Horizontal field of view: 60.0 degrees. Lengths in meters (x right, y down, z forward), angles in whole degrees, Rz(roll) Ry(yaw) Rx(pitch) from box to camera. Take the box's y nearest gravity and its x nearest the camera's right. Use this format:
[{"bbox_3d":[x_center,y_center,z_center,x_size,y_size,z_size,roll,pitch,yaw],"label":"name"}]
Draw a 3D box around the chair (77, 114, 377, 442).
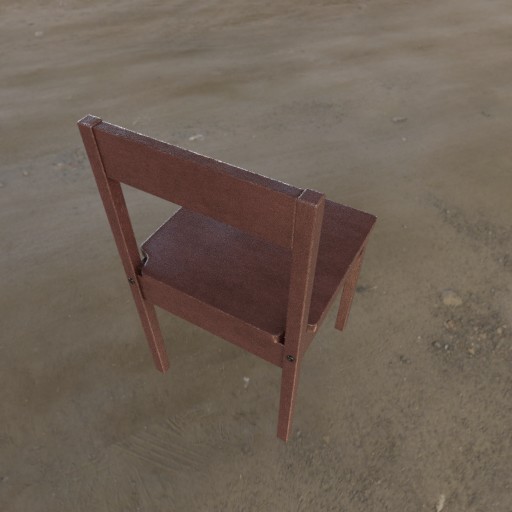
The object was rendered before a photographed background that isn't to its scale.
[{"bbox_3d":[0.000,0.000,0.886,0.367,0.668,0.361,22,50,20],"label":"chair"}]
